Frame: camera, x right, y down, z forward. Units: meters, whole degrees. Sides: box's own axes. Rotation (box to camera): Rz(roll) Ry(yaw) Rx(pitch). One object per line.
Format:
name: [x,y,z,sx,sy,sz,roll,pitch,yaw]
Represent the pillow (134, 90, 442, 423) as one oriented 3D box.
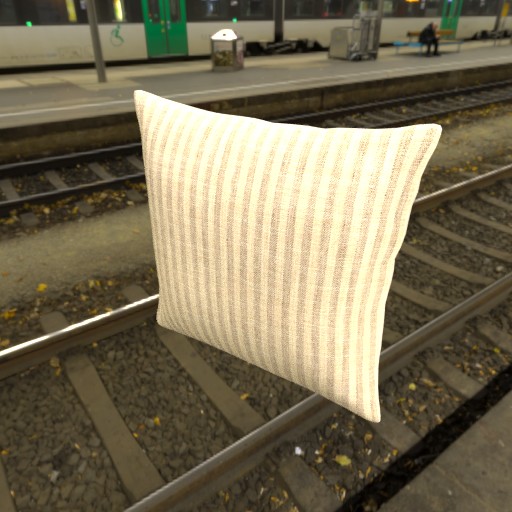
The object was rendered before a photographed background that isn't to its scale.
pillow: [0.000,0.000,0.775,0.523,0.510,0.166,17,33,28]
